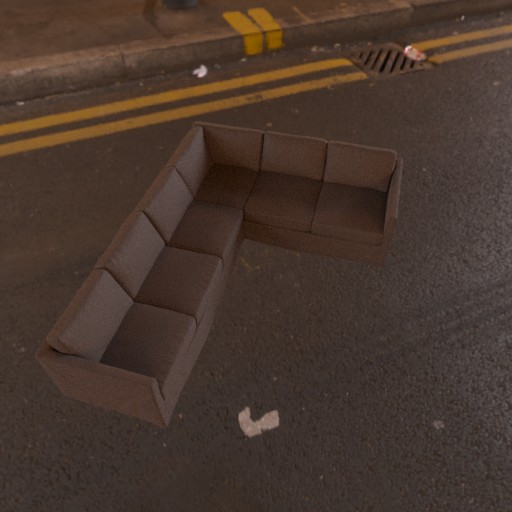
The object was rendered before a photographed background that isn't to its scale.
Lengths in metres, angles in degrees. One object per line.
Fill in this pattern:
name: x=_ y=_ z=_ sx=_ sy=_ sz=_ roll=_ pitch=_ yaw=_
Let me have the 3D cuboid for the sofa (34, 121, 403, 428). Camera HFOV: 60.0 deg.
sofa: x=0.000 y=0.000 z=4.158 sx=2.432 sy=0.871 sz=3.182 roll=12 pitch=49 yaw=10
